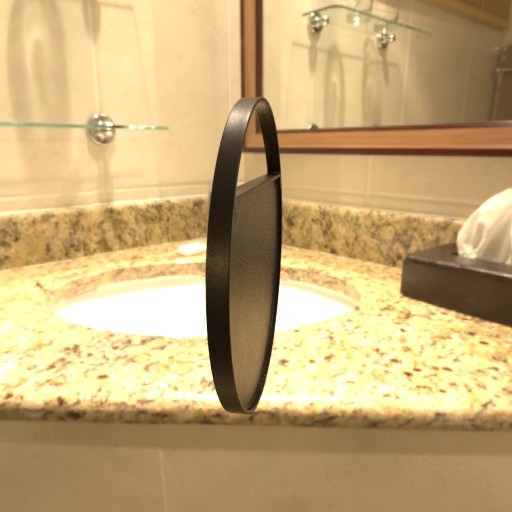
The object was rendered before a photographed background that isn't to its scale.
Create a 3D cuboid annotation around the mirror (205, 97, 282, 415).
[{"bbox_3d":[0.000,0.000,0.838,0.032,0.565,0.565,3,15,10],"label":"mirror"}]
